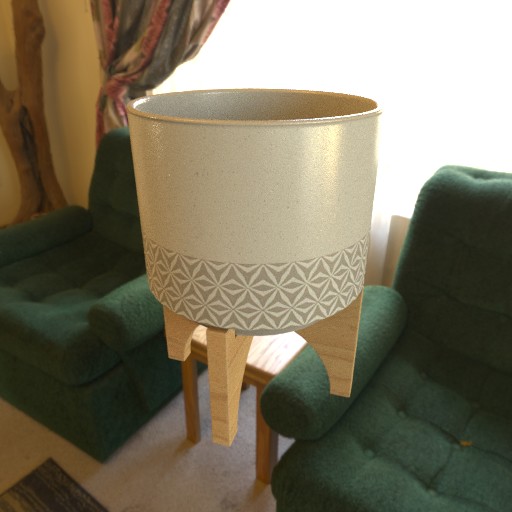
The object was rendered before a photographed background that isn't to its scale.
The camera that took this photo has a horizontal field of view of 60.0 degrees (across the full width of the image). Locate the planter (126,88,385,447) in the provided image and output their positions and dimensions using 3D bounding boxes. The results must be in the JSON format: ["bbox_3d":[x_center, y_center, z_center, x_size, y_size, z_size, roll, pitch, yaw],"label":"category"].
[{"bbox_3d":[0.000,0.000,0.514,0.249,0.343,0.249,0,26,0],"label":"planter"}]
